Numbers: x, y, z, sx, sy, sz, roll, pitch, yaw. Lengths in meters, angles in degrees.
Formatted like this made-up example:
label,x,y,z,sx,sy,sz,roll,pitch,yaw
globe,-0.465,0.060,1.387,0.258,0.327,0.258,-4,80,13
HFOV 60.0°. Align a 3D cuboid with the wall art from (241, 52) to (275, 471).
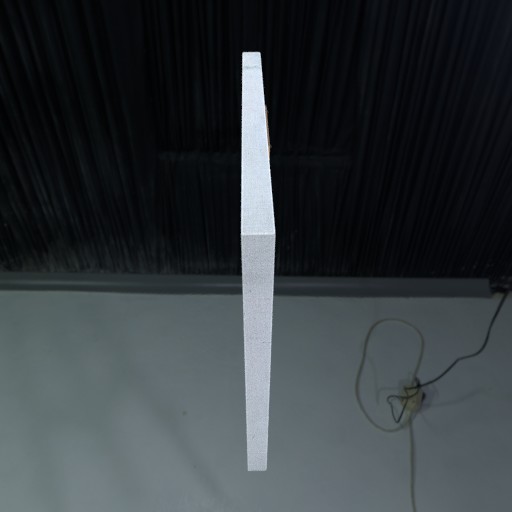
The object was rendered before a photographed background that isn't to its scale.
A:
label,x,y,z,sx,sy,sz,roll,pitch,yaw
wall art,0.000,0.000,0.905,0.044,0.605,0.605,-1,42,-1
